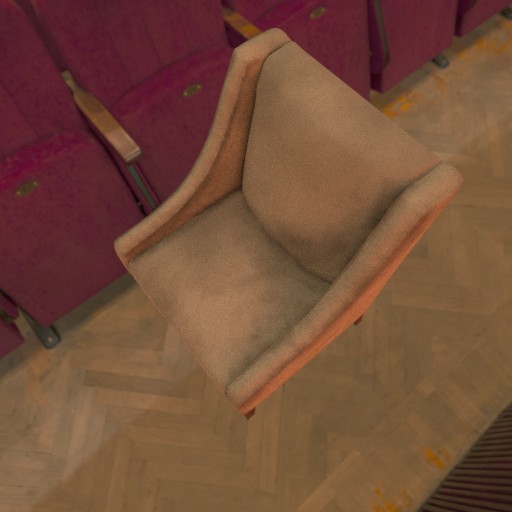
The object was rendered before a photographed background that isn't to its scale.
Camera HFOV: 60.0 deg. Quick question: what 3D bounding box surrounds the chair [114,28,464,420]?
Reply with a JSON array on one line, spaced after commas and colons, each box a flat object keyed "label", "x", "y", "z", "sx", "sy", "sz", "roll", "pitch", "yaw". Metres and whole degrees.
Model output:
[{"label": "chair", "x": 0.000, "y": 0.000, "z": 1.314, "sx": 0.629, "sy": 0.895, "sz": 0.629, "roll": -37, "pitch": 69, "yaw": -16}]
